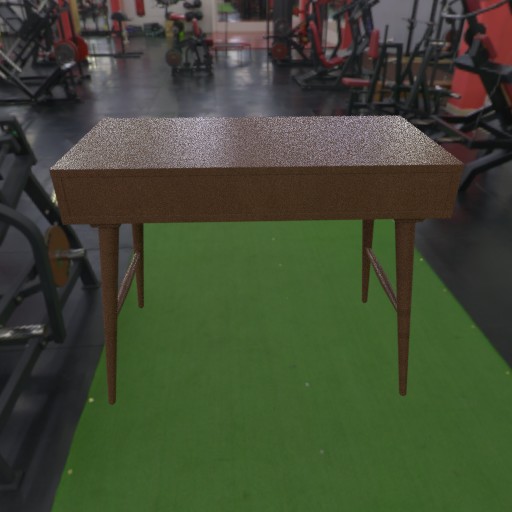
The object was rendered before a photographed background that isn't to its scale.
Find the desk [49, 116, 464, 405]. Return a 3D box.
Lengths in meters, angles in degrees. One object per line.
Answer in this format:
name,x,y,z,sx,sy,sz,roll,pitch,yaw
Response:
desk,0.000,0.000,1.410,0.949,0.758,0.510,-1,31,-2
